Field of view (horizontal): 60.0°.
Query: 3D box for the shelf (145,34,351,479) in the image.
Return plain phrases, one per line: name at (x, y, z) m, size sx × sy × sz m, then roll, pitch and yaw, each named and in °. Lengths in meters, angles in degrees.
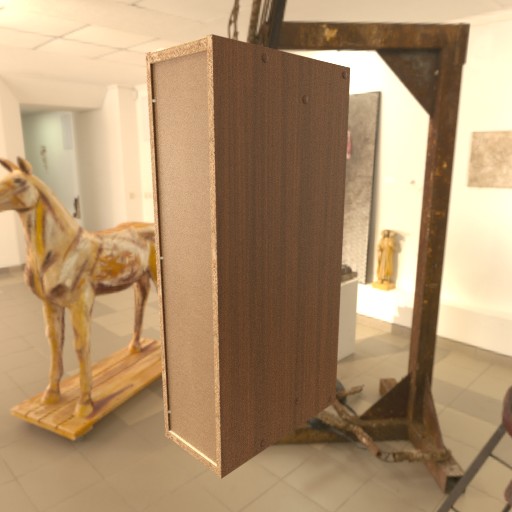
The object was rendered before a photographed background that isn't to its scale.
shelf at (0.000, 0.000, 0.732) m, size 0.147 × 0.600 × 0.290 m, roll 13°, pitch 18°, yaw 43°
